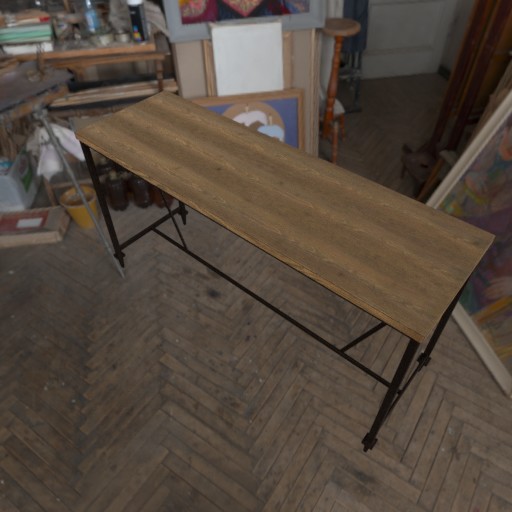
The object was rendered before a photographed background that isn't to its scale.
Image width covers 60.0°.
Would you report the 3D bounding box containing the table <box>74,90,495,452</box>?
[{"bbox_3d":[0.000,0.000,2.080,1.700,0.902,0.551,31,53,27],"label":"table"}]
